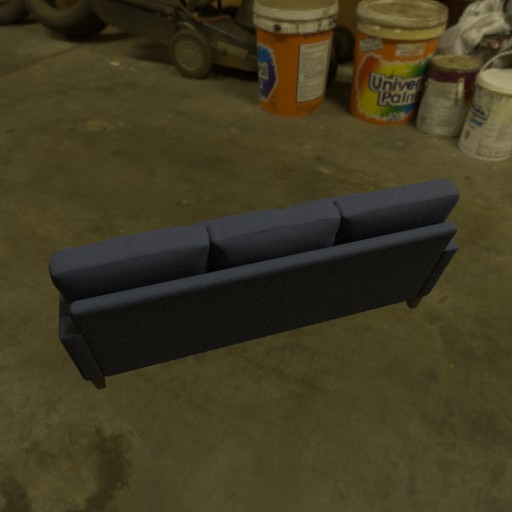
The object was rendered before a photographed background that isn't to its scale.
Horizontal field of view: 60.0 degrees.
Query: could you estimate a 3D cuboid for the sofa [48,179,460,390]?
[{"bbox_3d":[0.000,0.000,2.592,2.115,0.984,0.888,-12,43,-13],"label":"sofa"}]
